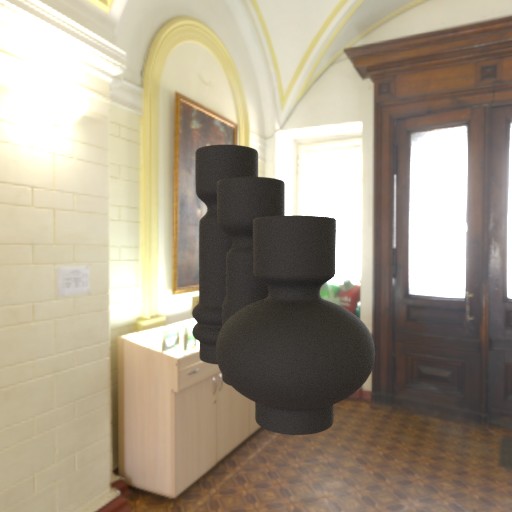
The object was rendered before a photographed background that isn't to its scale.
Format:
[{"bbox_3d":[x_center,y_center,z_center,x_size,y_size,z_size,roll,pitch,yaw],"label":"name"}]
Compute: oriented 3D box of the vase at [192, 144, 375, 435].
[{"bbox_3d":[0.000,0.000,0.427,0.120,0.249,0.307,0,1,-18],"label":"vase"}]
